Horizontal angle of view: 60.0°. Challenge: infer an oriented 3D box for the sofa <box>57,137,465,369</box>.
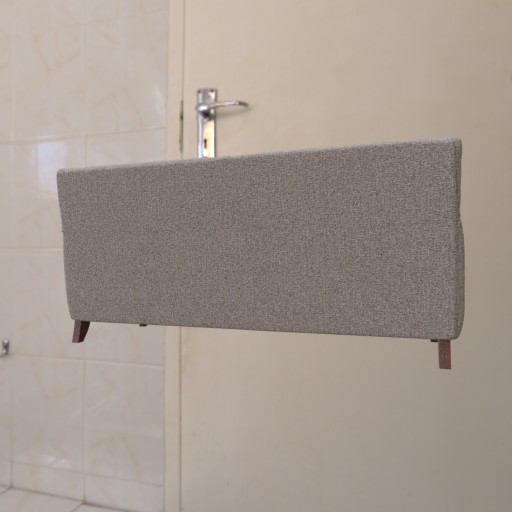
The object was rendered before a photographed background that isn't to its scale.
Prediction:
[{"bbox_3d":[0.000,0.000,2.431,2.026,0.942,0.854,0,-1,19],"label":"sofa"}]
